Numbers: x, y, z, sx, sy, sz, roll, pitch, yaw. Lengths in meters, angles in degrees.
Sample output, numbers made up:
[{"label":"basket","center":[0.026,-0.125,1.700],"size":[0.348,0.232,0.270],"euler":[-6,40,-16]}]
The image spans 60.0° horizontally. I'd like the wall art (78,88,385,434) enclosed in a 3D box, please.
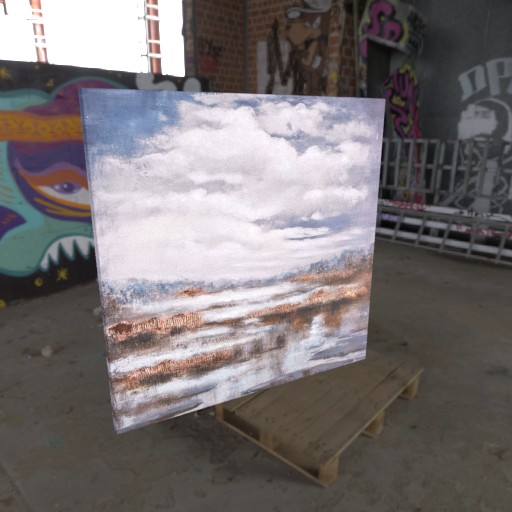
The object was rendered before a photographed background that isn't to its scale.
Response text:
[{"label":"wall art","center":[0.000,0.000,1.308],"size":[0.888,0.897,0.035],"euler":[-9,18,-27]}]
